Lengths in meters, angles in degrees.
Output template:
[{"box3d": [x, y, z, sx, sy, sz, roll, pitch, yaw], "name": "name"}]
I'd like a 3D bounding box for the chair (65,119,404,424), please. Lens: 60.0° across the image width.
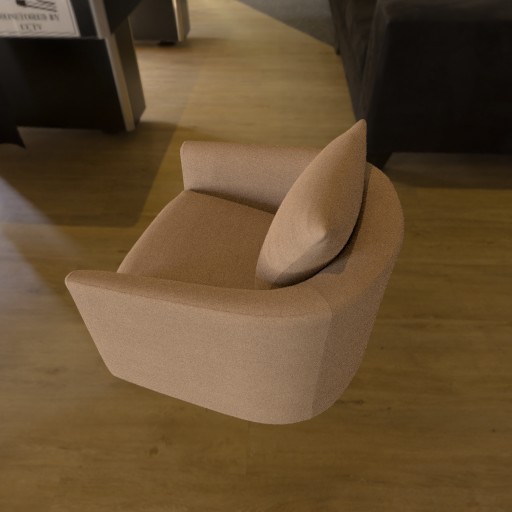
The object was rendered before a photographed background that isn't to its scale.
[{"box3d": [0.000, 0.000, 1.556, 0.910, 0.848, 0.845, 14, 47, 13], "name": "chair"}]
